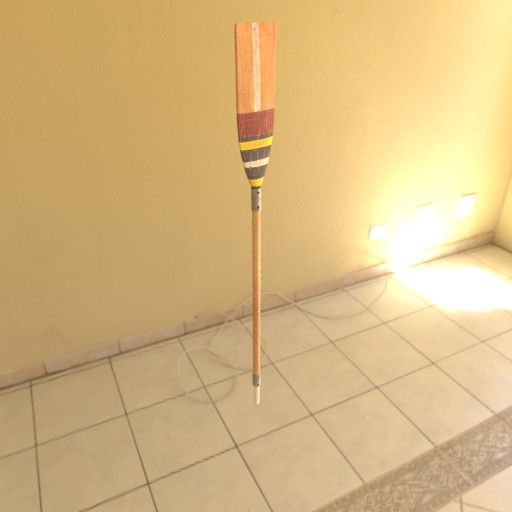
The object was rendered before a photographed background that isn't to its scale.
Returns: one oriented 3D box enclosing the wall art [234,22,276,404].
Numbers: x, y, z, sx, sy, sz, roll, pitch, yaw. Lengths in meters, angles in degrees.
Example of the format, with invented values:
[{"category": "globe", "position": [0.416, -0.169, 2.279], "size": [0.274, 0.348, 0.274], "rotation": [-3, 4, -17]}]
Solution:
[{"category": "wall art", "position": [0.000, 0.000, 1.666], "size": [0.146, 1.556, 0.038], "rotation": [-20, 35, -31]}]
